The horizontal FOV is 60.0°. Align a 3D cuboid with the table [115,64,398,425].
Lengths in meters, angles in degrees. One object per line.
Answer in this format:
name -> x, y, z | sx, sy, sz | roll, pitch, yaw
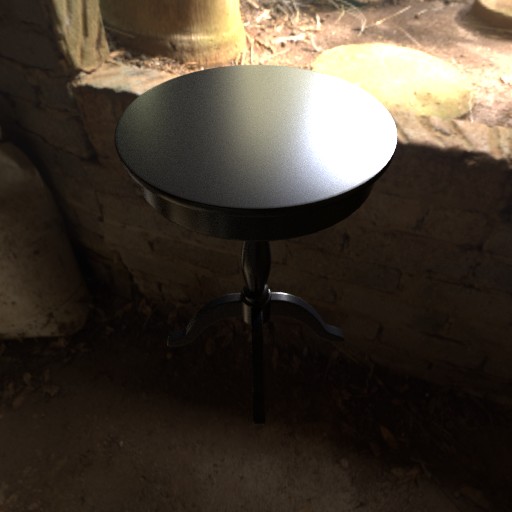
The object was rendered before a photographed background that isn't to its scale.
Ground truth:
table -> 0.000, 0.000, 0.999 | 0.481, 0.665, 0.481 | 0, 45, 0
